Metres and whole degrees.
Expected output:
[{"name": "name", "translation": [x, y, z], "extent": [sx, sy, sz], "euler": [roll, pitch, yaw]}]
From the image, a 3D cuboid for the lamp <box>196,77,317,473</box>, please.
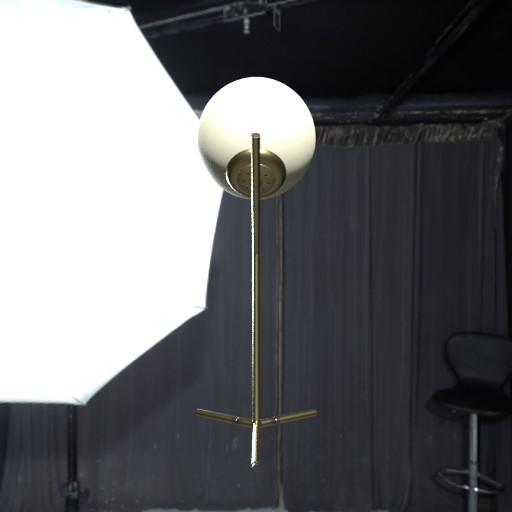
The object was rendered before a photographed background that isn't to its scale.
[{"name": "lamp", "translation": [0.000, 0.000, 0.667], "extent": [0.210, 0.552, 0.251], "euler": [0, -1, 0]}]
